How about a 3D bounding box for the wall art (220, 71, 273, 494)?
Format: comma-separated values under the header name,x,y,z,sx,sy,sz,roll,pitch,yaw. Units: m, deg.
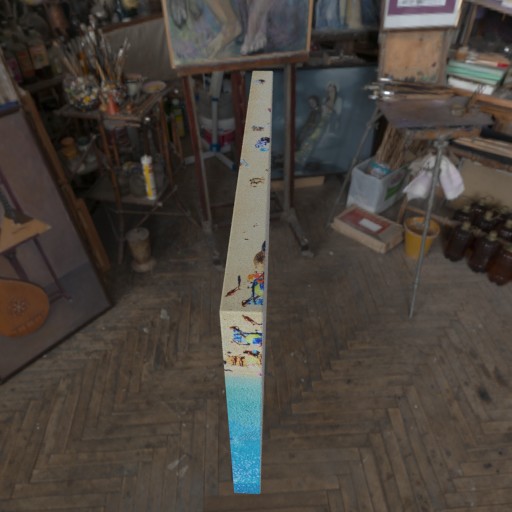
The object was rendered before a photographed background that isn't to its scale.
name,x,y,z,sx,sy,sz,roll,pitch,yaw
wall art,0.000,0.000,0.753,0.039,0.406,0.609,2,42,2
